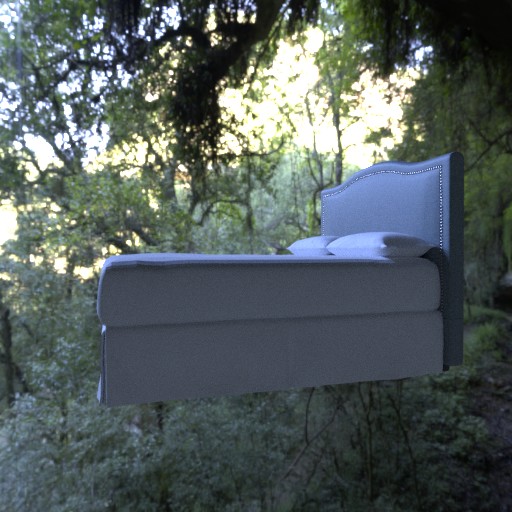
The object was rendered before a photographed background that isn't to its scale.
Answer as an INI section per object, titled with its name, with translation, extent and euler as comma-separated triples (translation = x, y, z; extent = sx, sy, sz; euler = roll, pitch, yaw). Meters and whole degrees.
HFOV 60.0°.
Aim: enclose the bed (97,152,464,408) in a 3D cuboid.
[bed]
translation = 0.000, 0.000, 3.211
extent = 2.143, 1.460, 1.753
euler = 0, 1, -18
